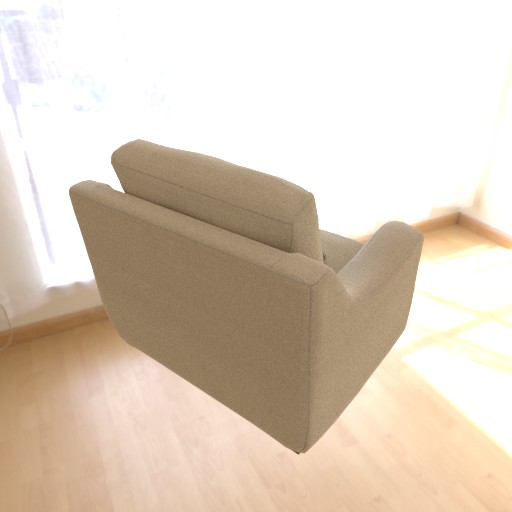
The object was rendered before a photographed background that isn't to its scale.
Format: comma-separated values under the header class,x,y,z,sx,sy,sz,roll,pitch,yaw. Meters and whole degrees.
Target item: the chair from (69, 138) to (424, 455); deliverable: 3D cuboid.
class,x,y,z,sx,sy,sz,roll,pitch,yaw
chair,0.000,0.000,1.971,1.178,1.016,1.009,21,36,32
